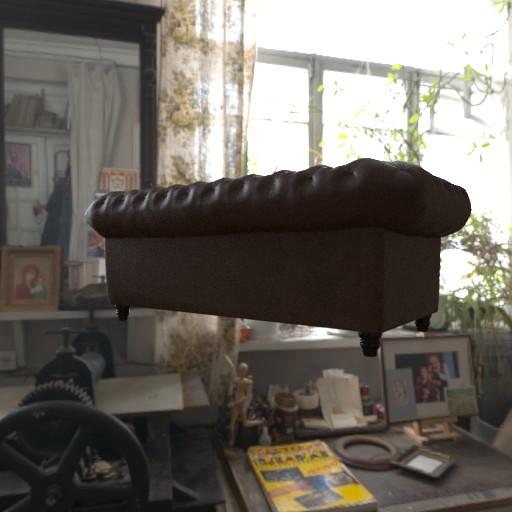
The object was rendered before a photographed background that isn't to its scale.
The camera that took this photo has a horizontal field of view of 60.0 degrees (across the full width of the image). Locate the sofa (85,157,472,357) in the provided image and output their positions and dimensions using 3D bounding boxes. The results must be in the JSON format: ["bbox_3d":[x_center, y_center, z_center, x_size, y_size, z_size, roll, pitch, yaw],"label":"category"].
[{"bbox_3d":[0.000,0.000,2.465,2.048,0.784,0.955,0,0,37],"label":"sofa"}]
